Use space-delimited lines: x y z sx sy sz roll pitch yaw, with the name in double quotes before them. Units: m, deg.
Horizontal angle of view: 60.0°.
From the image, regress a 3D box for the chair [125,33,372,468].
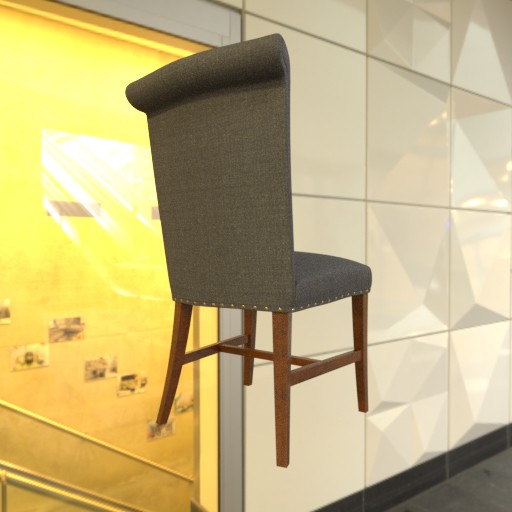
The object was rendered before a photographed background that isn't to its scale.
"chair" 0.000 0.000 1.318 0.513 0.988 0.608 1 1 36
